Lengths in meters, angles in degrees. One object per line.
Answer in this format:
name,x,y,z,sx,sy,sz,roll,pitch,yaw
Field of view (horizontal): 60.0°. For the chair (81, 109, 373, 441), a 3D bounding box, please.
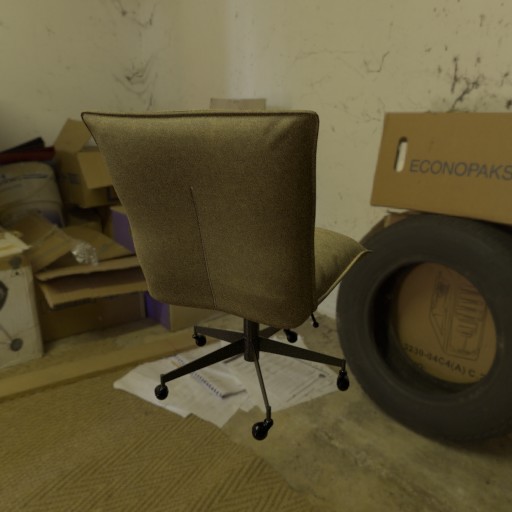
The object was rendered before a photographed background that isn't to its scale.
chair,0.000,0.000,1.312,0.597,0.811,0.696,8,18,26
